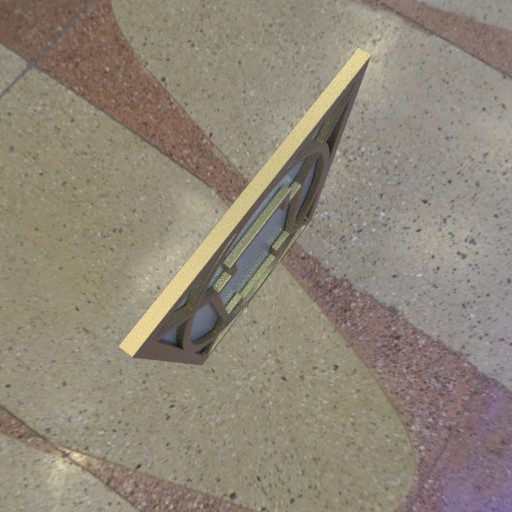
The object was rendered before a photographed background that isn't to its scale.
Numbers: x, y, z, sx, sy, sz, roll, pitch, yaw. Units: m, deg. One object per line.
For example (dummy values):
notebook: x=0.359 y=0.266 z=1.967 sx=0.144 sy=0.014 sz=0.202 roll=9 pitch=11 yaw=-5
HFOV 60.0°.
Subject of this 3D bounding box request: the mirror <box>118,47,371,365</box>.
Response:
mirror: x=0.000 y=0.000 z=1.332 sx=0.032 sy=1.023 sz=0.756 roll=36 pitch=78 yaw=9
